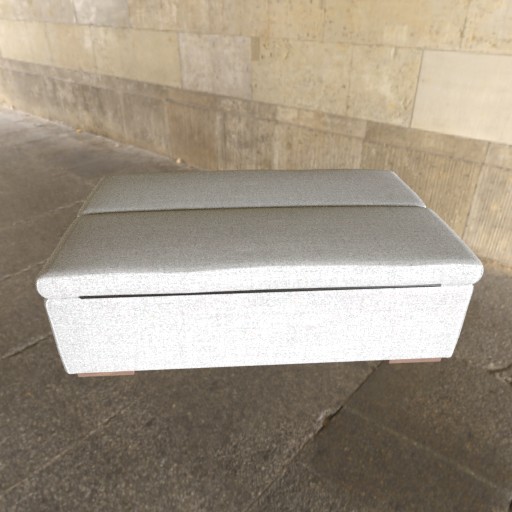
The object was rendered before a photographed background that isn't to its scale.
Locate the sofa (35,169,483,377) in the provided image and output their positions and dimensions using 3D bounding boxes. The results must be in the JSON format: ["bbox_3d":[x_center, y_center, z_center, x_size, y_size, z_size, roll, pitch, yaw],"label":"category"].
[{"bbox_3d":[0.000,0.000,1.643,1.250,0.434,0.817,-2,30,-3],"label":"sofa"}]
